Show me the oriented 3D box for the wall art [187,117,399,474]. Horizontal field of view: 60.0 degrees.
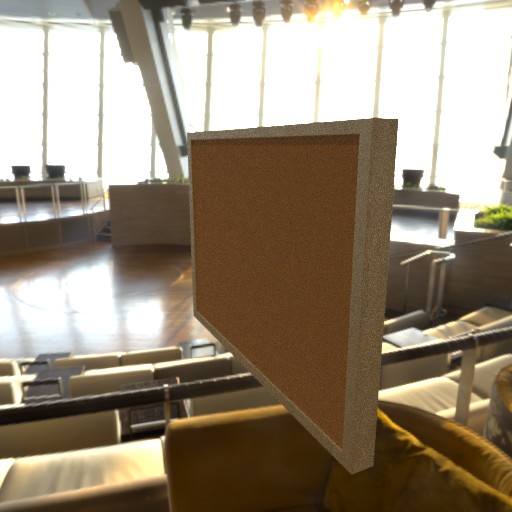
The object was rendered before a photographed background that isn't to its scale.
[{"bbox_3d":[0.000,0.000,0.685,0.032,0.380,0.532,-7,16,-26],"label":"wall art"}]
